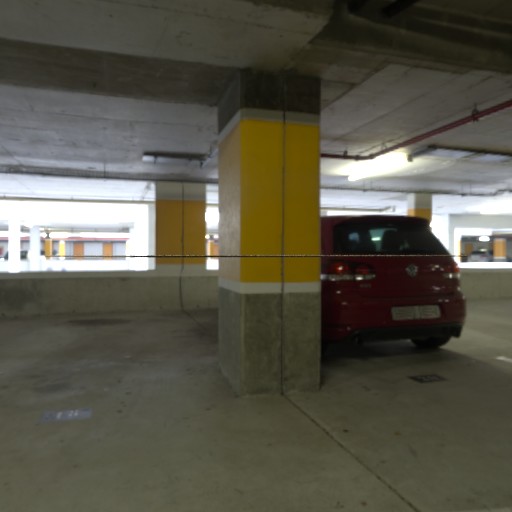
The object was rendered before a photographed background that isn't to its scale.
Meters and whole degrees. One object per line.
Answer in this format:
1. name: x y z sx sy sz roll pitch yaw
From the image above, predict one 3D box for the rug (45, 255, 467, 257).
1. rug: 0.000 0.000 2.877 2.238 0.008 1.593 0 0 -35
